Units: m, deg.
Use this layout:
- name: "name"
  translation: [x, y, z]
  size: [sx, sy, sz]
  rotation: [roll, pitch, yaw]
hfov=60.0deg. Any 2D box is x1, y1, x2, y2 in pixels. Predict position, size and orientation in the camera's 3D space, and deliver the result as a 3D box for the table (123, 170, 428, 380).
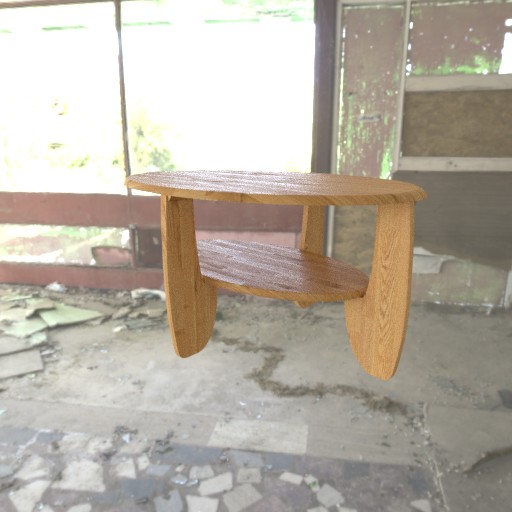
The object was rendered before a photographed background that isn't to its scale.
- name: "table"
  translation: [0.000, 0.000, 1.423]
  size: [1.040, 0.490, 0.690]
  rotation: [14, 20, 43]
